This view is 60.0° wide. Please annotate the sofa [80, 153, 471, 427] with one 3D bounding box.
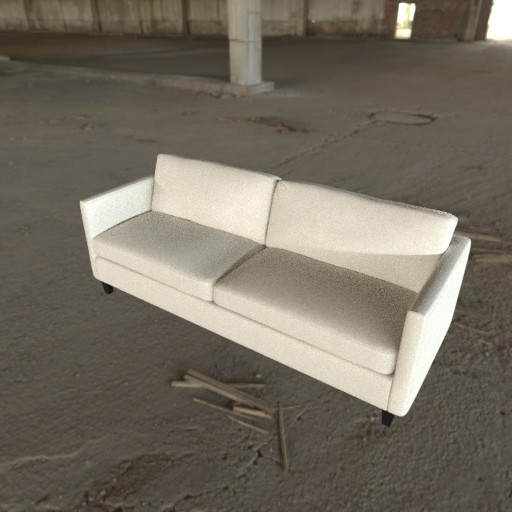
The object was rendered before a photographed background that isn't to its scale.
[{"bbox_3d":[0.000,0.000,2.967,2.434,0.965,0.948,18,34,29],"label":"sofa"}]
